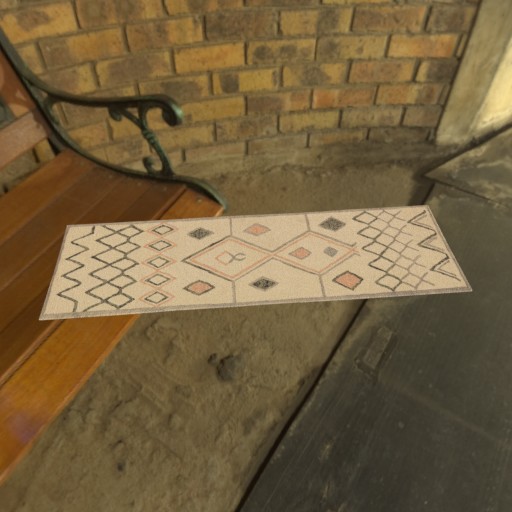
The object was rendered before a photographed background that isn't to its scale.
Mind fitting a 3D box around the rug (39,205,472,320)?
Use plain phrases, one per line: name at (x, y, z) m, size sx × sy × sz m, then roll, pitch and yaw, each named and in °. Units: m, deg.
rug at (0.000, 0.000, 2.731) m, size 2.435 × 0.011 × 0.750 m, roll -3°, pitch 48°, yaw -3°
